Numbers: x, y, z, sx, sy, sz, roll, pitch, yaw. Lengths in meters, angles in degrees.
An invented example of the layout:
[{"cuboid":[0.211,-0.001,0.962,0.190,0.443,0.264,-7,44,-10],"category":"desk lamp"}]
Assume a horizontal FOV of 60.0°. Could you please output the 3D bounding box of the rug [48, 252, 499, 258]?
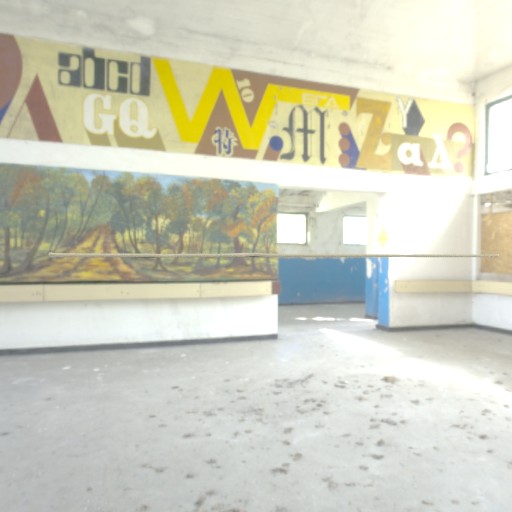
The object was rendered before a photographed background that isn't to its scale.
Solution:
[{"cuboid":[0.000,0.000,4.650,3.659,0.037,2.734,0,0,-18],"category":"rug"}]
